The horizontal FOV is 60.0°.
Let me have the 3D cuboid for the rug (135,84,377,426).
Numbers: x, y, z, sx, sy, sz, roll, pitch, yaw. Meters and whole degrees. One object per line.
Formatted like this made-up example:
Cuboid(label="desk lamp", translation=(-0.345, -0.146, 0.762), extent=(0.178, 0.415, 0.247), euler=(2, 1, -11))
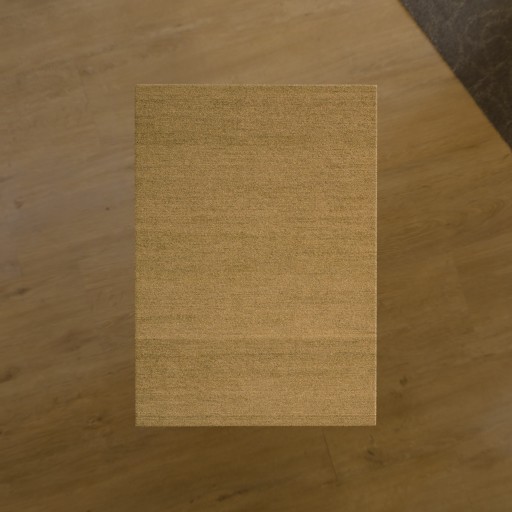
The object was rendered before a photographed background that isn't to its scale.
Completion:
Cuboid(label="rug", translation=(0.000, 0.000, 5.108), extent=(2.782, 0.025, 3.935), euler=(0, 91, 0))
